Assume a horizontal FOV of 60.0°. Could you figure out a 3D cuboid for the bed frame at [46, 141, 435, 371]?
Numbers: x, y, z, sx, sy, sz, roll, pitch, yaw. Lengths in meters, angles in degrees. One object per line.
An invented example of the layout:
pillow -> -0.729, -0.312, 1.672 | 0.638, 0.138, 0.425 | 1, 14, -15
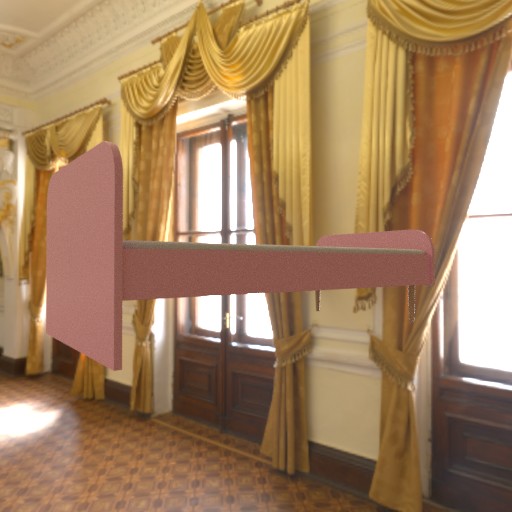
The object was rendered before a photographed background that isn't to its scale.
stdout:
bed frame -> 0.000, 0.000, 2.489 | 1.963, 0.805, 0.998 | 1, -1, -37
